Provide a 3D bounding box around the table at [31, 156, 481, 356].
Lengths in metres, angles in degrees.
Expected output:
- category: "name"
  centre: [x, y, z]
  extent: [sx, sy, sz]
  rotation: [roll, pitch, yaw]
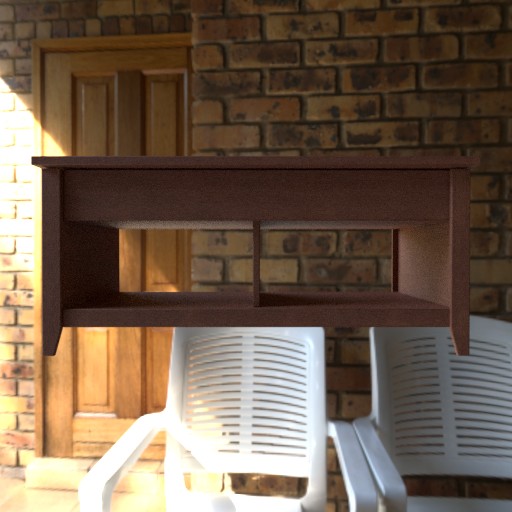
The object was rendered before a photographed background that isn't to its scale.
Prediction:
- category: "table"
  centre: [0.000, 0.000, 1.243]
  extent: [1.016, 0.457, 0.483]
  rotation: [0, 1, 0]
